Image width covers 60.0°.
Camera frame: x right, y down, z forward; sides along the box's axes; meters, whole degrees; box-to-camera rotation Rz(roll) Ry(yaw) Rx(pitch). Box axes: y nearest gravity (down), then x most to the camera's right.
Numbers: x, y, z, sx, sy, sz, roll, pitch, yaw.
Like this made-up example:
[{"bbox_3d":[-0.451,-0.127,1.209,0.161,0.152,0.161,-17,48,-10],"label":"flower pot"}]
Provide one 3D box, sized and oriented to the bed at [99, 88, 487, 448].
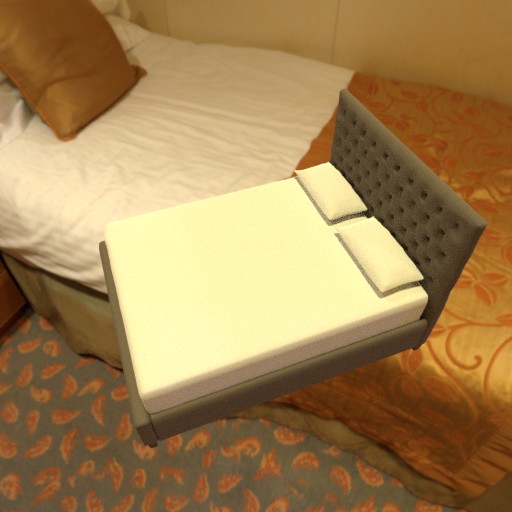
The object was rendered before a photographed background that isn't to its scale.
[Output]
[{"bbox_3d":[0.000,0.000,3.294,2.233,1.426,1.696,-16,50,-14],"label":"bed"}]
